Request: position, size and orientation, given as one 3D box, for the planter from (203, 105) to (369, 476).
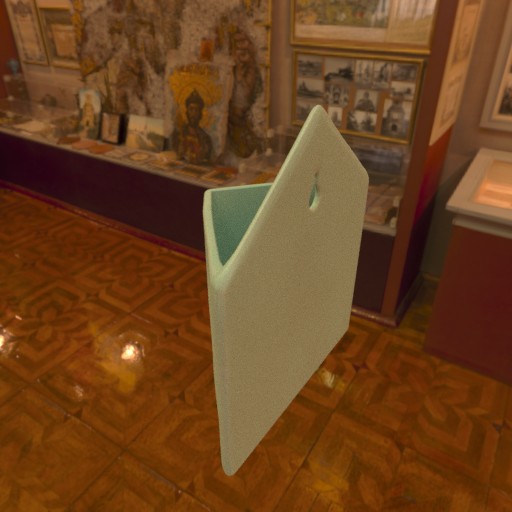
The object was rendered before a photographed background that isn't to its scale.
[{"bbox_3d":[0.000,0.000,0.285,0.079,0.197,0.164,20,37,29],"label":"planter"}]
